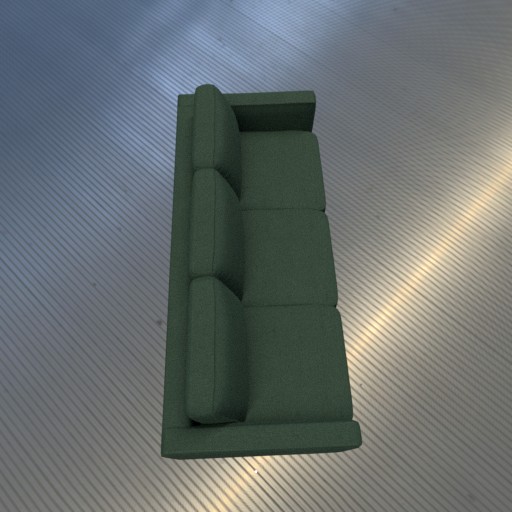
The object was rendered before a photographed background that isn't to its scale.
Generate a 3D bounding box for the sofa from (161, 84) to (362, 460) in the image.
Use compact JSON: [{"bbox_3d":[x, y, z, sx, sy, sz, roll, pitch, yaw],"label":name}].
[{"bbox_3d":[0.000,0.000,2.480,0.879,0.899,2.029,-2,64,-1],"label":"sofa"}]
